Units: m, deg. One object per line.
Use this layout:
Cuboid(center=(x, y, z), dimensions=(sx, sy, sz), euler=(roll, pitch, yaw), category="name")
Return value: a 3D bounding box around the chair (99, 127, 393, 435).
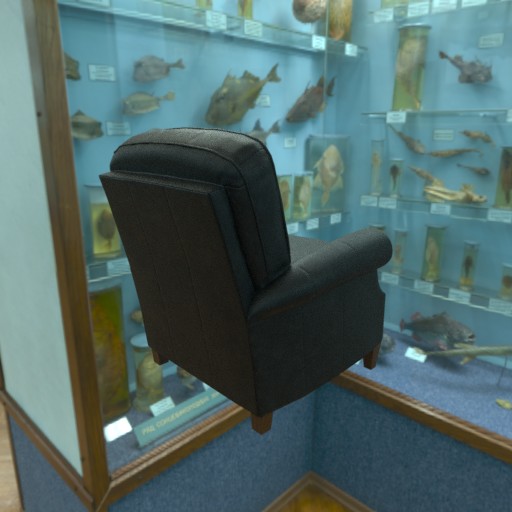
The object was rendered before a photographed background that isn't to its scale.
Cuboid(center=(0.000, 0.000, 1.829), dimensions=(0.986, 1.018, 0.936), euler=(-15, 21, -42), category="chair")
